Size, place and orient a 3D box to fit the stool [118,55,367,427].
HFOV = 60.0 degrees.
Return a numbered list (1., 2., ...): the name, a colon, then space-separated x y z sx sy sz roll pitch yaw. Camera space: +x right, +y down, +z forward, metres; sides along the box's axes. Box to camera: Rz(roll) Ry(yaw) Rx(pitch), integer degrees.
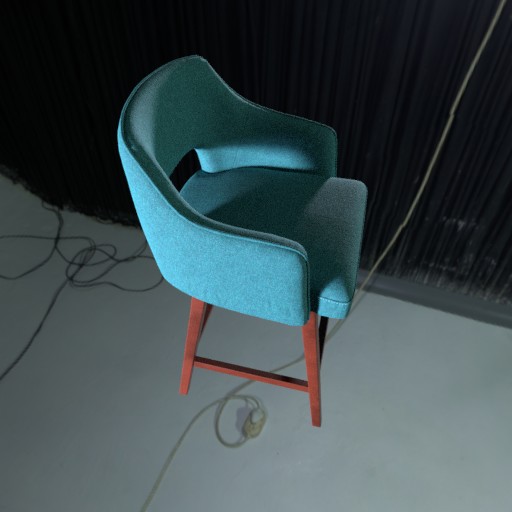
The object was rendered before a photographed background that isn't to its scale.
1. stool: 0.000 0.000 1.274 0.556 0.961 0.548 10 47 10
